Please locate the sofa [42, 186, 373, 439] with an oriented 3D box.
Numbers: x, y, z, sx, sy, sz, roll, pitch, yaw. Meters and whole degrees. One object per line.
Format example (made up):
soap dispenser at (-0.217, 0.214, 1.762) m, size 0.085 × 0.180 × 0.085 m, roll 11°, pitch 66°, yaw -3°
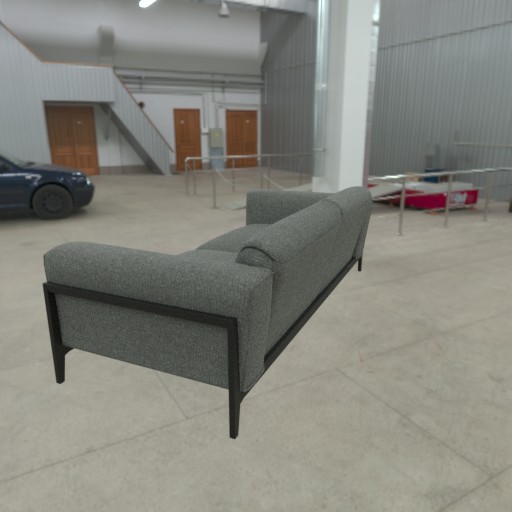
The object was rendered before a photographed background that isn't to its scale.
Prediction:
sofa at (0.000, 0.000, 2.556) m, size 0.985 × 0.703 × 2.125 m, roll 7°, pitch 18°, yaw 24°
